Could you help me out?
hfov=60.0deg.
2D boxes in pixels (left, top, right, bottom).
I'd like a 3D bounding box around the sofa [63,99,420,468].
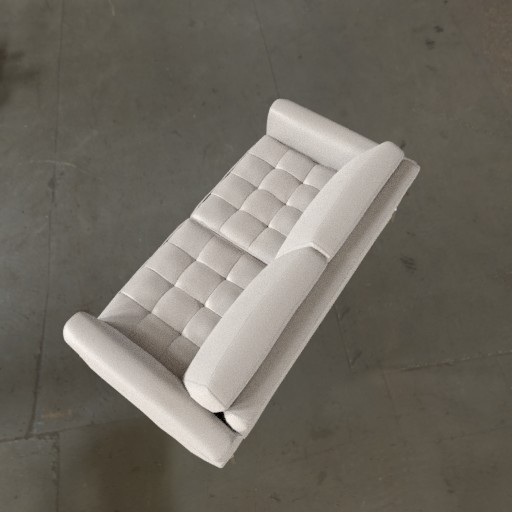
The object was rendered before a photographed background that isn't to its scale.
[{"bbox_3d":[0.000,0.000,2.703,1.121,0.930,2.177,32,67,16],"label":"sofa"}]
